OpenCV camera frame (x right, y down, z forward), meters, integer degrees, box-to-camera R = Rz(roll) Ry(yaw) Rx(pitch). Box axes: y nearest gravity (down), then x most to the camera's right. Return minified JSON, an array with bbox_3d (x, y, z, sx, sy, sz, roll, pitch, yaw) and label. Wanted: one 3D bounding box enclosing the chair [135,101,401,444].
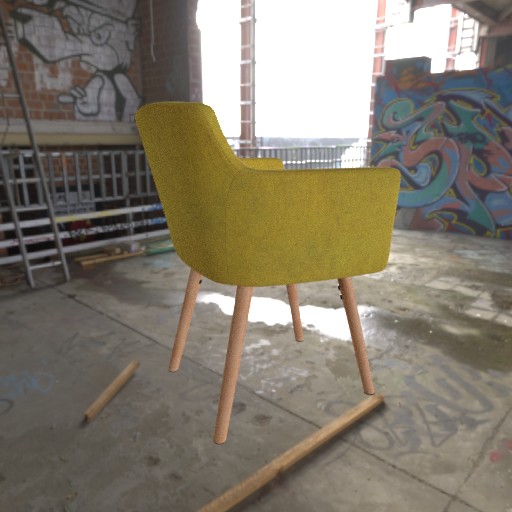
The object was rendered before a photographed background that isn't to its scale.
[{"bbox_3d":[0.000,0.000,1.215,0.570,0.780,0.570,-7,17,-26],"label":"chair"}]
